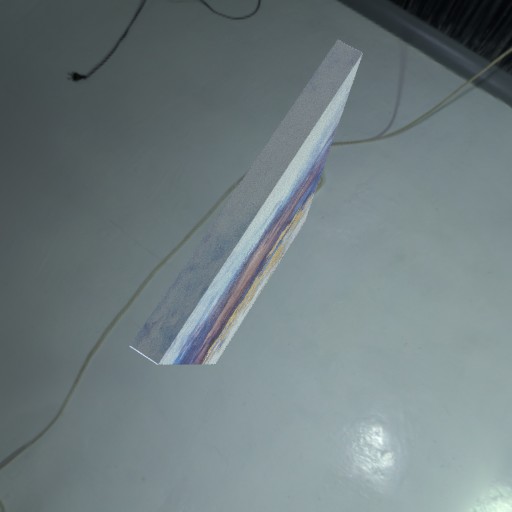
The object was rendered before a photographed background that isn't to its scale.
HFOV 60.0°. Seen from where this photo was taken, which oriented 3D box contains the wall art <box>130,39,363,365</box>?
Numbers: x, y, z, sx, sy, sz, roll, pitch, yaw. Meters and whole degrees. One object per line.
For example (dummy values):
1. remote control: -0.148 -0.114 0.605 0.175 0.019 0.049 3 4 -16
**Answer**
1. wall art: 0.000 0.000 1.092 0.048 0.874 0.583 31 78 7
